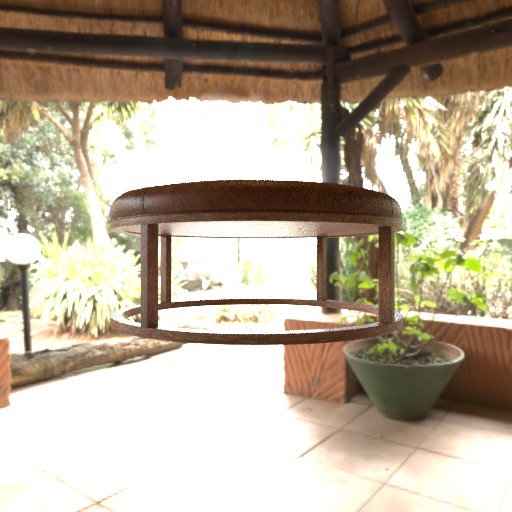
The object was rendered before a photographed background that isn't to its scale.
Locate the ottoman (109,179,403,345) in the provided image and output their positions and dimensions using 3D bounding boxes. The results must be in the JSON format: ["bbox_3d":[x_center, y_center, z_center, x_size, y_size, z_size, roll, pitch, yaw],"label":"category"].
[{"bbox_3d":[0.000,0.000,1.587,1.006,0.445,1.006,0,0,0],"label":"ottoman"}]
